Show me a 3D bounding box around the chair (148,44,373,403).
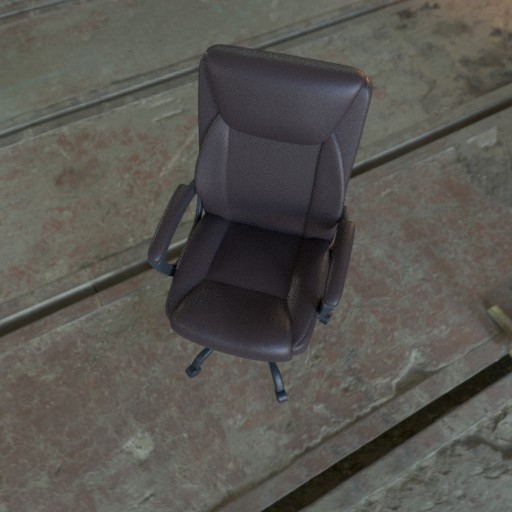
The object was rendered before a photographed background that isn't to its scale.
[{"bbox_3d":[0.000,0.000,1.441,0.615,1.072,0.655,13,60,8],"label":"chair"}]
